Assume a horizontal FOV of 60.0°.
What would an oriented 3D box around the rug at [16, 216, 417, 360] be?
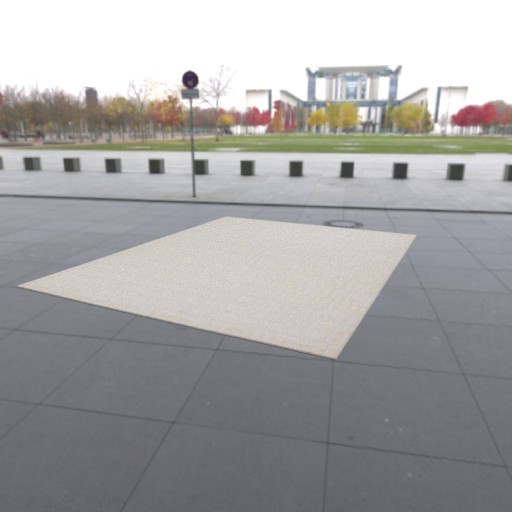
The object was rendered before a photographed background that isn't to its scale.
[{"bbox_3d":[0.000,0.000,4.046,2.410,0.021,3.055,8,18,25],"label":"rug"}]
